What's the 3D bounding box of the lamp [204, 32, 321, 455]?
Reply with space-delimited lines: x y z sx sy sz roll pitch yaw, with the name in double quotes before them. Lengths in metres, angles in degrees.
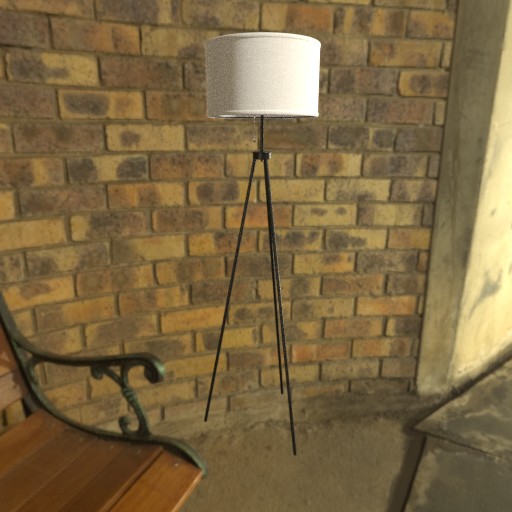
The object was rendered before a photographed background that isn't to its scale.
"lamp" 0.000 0.000 1.765 0.458 1.545 0.448 -2 16 -7
